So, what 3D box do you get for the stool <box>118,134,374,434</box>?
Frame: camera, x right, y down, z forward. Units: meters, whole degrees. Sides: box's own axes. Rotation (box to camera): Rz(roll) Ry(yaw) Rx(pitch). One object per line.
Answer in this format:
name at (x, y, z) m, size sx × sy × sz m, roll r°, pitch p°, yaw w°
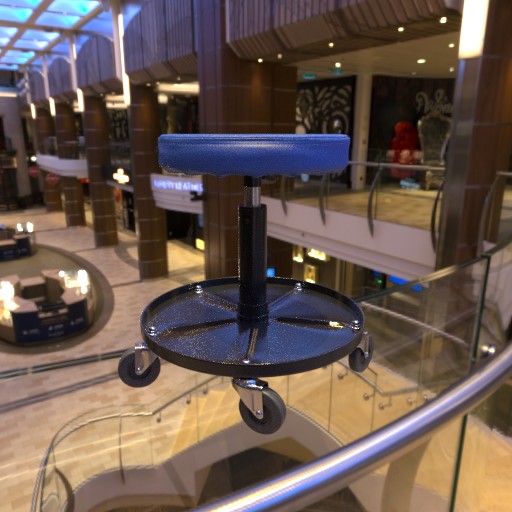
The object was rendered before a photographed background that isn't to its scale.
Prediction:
stool at (0.000, 0.000, 0.689) m, size 0.381 × 0.365 × 0.382 m, roll 2°, pitch 16°, yaw 9°
